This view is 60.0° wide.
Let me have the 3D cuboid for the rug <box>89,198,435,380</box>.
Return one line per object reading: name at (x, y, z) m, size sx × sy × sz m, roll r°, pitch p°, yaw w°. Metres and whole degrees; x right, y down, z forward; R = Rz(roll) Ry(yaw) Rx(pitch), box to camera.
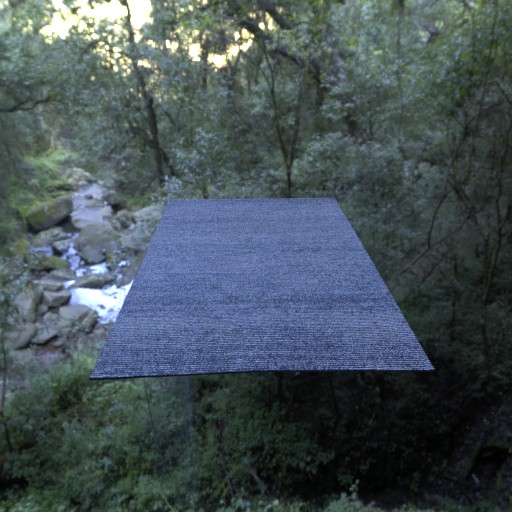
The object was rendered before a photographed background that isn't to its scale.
rug at (0.000, 0.000, 2.275) m, size 1.159 × 0.025 × 1.793 m, roll -1°, pitch 26°, yaw -2°
